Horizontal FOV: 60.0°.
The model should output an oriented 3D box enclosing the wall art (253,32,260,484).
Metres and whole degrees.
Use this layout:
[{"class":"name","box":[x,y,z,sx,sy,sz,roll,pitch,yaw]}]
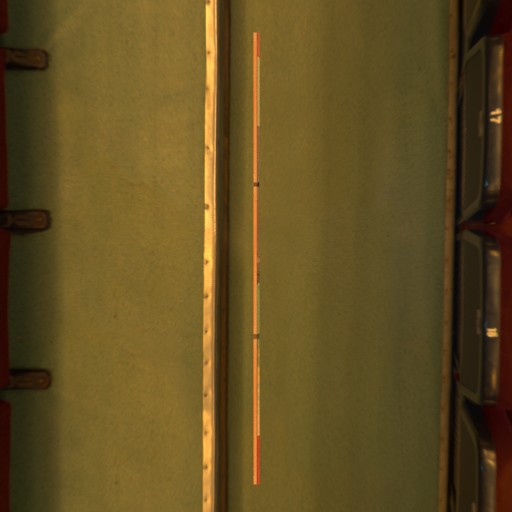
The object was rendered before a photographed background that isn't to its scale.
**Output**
[{"class":"wall art","box":[0.000,0.000,1.348,0.012,0.910,0.911,0,91,0]}]
